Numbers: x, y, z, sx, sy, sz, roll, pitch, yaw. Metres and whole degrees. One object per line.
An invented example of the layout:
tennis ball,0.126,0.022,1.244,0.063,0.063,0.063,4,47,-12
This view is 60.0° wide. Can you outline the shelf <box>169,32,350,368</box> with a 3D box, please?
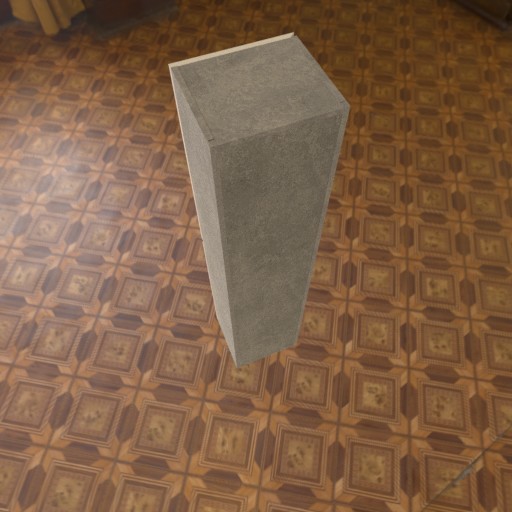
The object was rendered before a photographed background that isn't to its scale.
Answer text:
shelf,0.000,0.000,1.528,0.300,1.400,0.270,-20,61,-11
